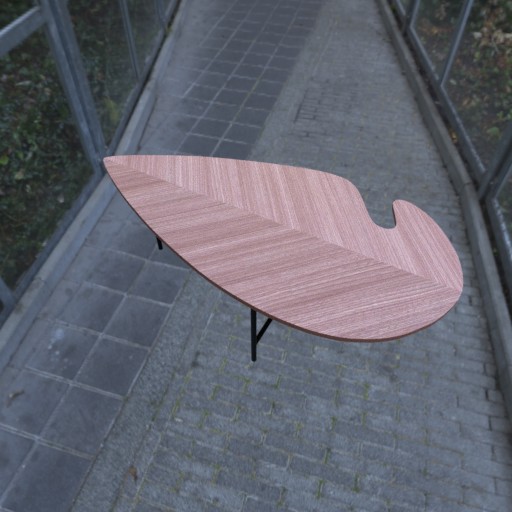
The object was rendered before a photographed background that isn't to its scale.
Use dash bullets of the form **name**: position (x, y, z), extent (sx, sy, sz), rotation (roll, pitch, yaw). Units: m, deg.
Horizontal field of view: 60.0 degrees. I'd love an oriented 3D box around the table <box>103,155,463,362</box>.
- **table**: position (0.000, 0.000, 1.457), extent (1.199, 0.360, 0.598), rotation (22, 51, 19)
